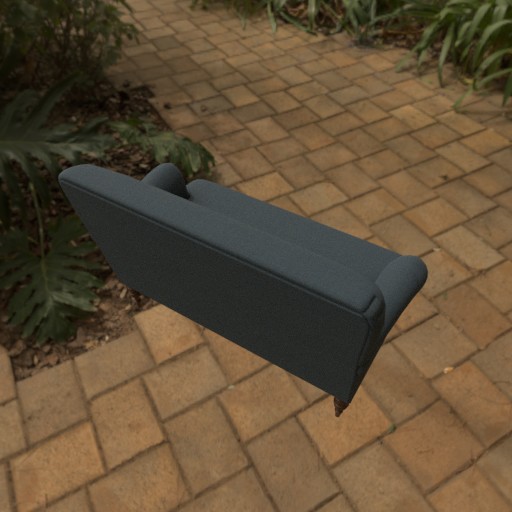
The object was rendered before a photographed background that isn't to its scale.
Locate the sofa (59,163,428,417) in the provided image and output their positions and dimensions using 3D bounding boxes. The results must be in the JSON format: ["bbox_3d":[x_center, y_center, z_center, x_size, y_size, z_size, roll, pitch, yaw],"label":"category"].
[{"bbox_3d":[0.000,0.000,1.851,1.297,0.889,0.779,24,50,22],"label":"sofa"}]
